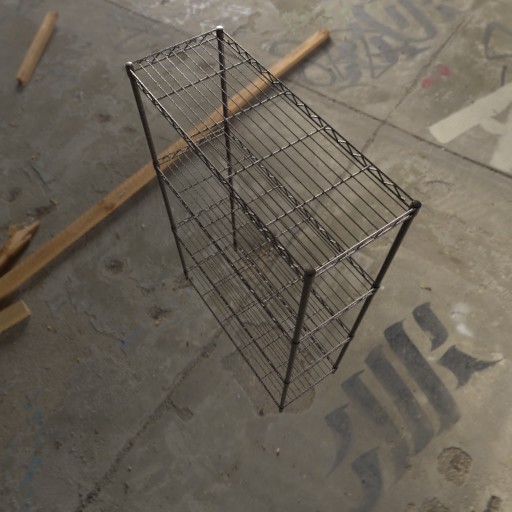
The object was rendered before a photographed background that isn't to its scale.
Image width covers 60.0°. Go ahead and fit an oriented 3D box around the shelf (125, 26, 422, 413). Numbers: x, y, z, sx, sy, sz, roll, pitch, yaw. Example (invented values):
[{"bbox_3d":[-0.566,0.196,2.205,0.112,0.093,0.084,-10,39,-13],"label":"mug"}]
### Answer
[{"bbox_3d":[0.000,0.000,1.786,0.352,1.361,0.907,-31,63,-17],"label":"shelf"}]
